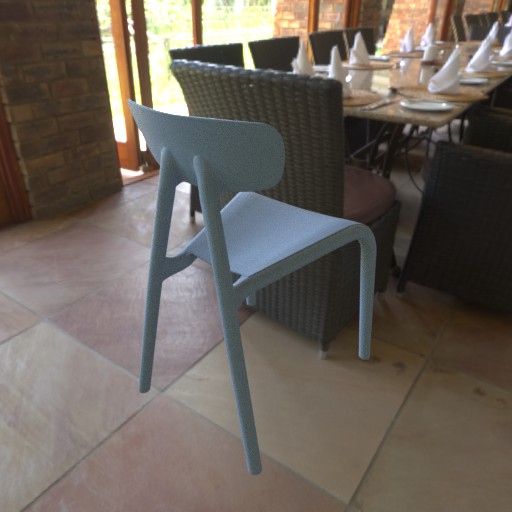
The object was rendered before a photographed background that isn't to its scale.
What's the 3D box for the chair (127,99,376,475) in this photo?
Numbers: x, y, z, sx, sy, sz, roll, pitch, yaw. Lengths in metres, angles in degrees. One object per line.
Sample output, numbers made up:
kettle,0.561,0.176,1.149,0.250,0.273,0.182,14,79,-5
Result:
chair,0.000,0.000,0.833,0.356,0.580,0.401,21,36,33
